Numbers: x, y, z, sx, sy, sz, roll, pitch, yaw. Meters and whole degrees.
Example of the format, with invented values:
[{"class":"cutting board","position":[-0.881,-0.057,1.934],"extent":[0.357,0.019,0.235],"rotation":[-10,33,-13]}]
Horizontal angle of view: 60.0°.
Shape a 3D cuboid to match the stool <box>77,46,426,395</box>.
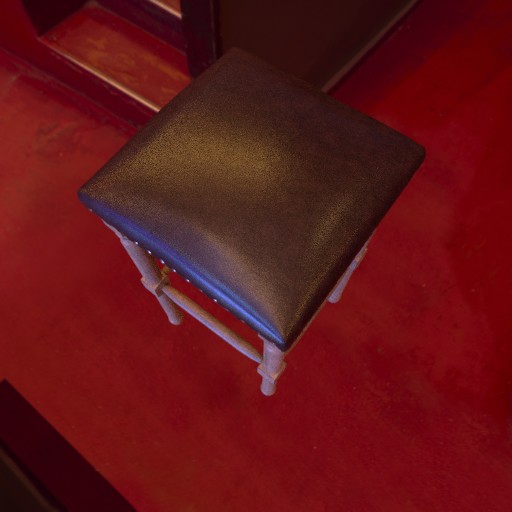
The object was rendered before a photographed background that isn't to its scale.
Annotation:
[{"class":"stool","position":[0.000,0.000,0.933],"extent":[0.382,0.702,0.383],"rotation":[34,70,15]}]
